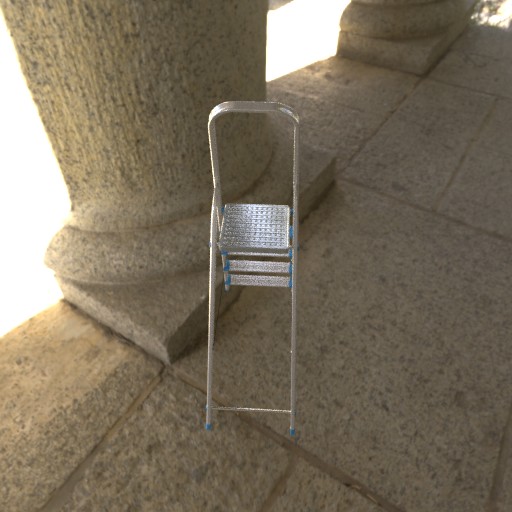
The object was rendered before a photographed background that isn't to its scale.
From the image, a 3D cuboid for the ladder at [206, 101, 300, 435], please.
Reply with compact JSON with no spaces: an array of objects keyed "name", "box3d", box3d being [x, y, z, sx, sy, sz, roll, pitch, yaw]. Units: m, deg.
[{"name":"ladder","box3d":[0.000,0.000,2.080,0.468,1.648,0.990,2,46,2]}]
